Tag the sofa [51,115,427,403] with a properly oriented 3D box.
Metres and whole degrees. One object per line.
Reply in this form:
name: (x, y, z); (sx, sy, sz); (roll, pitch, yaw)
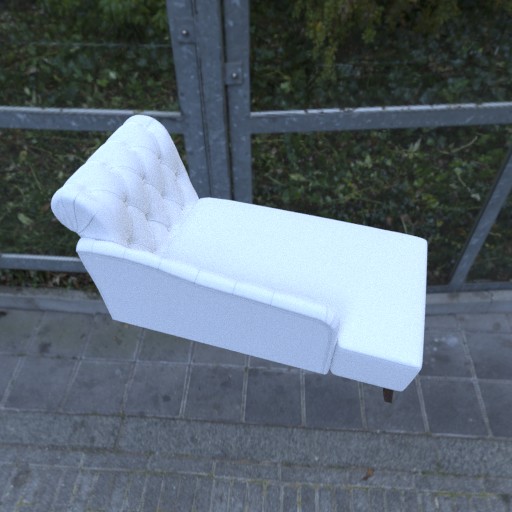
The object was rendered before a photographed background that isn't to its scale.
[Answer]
sofa: (0.000, 0.000, 1.845); (1.379, 0.787, 0.675); (12, 47, 11)
